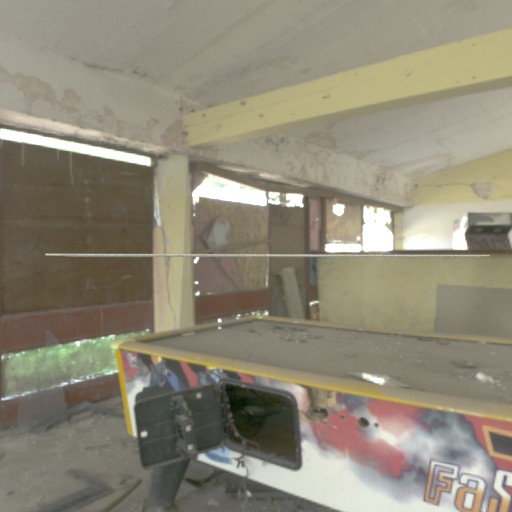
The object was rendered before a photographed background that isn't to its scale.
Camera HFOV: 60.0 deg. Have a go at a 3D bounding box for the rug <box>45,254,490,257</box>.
[{"bbox_3d":[0.000,0.000,2.885,2.286,0.006,1.524,0,0,-17],"label":"rug"}]
